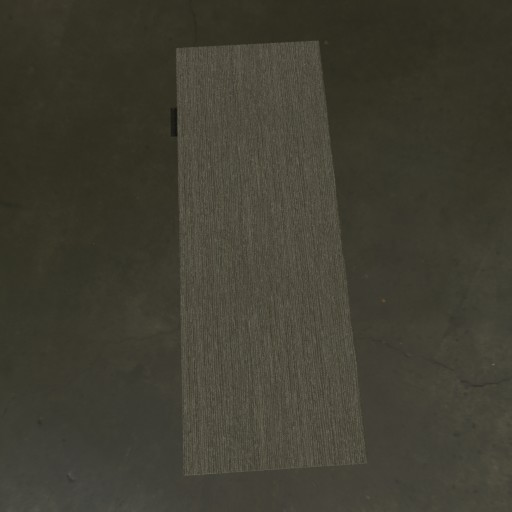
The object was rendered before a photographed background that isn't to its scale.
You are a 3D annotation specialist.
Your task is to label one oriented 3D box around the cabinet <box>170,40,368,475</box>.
[{"bbox_3d":[0.000,0.000,1.598,0.500,0.599,1.300,-3,75,-1],"label":"cabinet"}]
